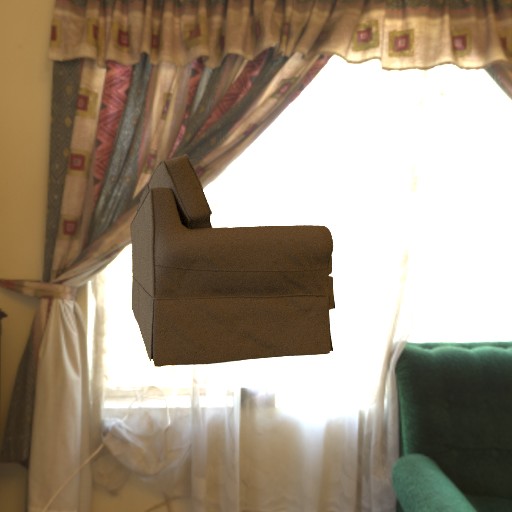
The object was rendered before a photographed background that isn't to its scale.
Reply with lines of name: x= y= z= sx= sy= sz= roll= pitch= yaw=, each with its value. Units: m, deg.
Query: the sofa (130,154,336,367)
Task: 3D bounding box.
sofa: x=0.000 y=0.000 z=3.324 sx=1.733 sy=0.978 sz=2.475 roll=0 pitch=0 yaw=-18
